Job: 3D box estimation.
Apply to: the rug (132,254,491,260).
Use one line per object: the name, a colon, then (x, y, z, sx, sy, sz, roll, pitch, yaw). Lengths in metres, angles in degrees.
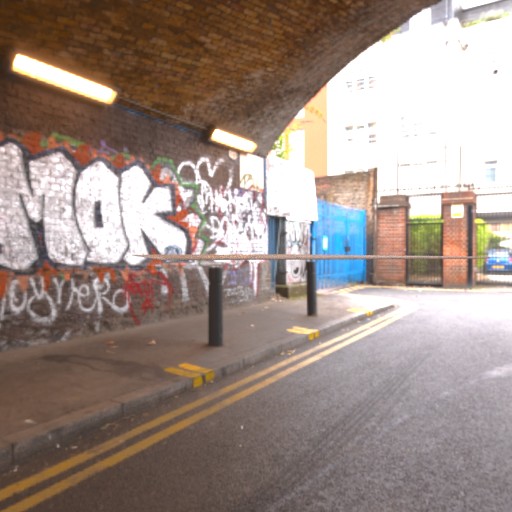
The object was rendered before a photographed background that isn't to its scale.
rug: (0.000, 0.000, 3.004, 1.512, 0.009, 2.457, 0, 1, -18)
